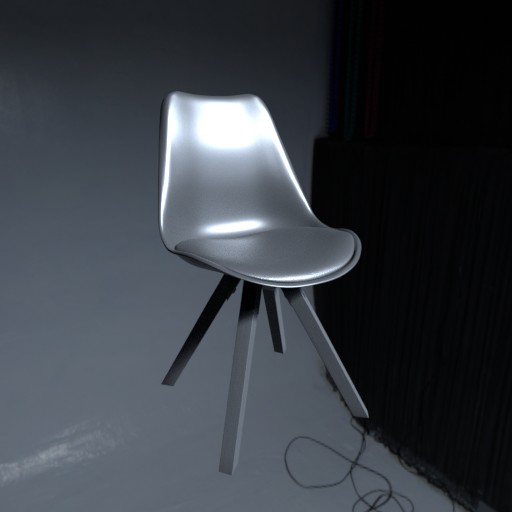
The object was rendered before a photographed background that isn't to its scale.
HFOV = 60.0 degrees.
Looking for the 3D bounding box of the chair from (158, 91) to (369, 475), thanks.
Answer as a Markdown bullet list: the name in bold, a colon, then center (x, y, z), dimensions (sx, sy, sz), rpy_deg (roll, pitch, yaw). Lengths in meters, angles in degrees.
- **chair**: center (0.000, 0.000, 1.186), dimensions (0.485, 0.850, 0.530), rpy_deg (-9, 19, -28)
